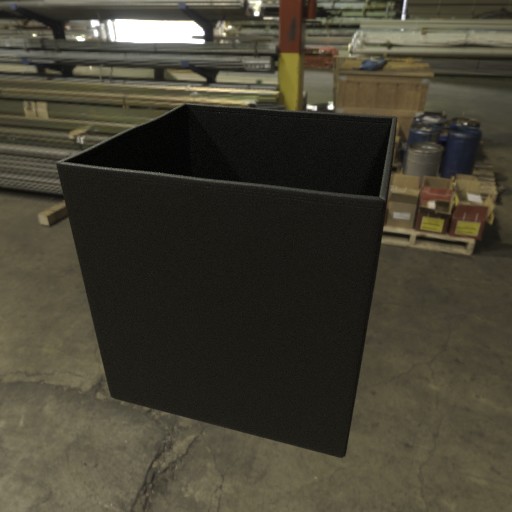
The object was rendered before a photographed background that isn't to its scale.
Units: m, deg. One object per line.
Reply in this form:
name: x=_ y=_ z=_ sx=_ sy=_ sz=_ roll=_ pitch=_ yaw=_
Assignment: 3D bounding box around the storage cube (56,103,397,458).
storage cube: x=0.000 y=0.000 z=0.510 sx=0.270 sy=0.280 sz=0.270 roll=9 pitch=31 yaw=15
